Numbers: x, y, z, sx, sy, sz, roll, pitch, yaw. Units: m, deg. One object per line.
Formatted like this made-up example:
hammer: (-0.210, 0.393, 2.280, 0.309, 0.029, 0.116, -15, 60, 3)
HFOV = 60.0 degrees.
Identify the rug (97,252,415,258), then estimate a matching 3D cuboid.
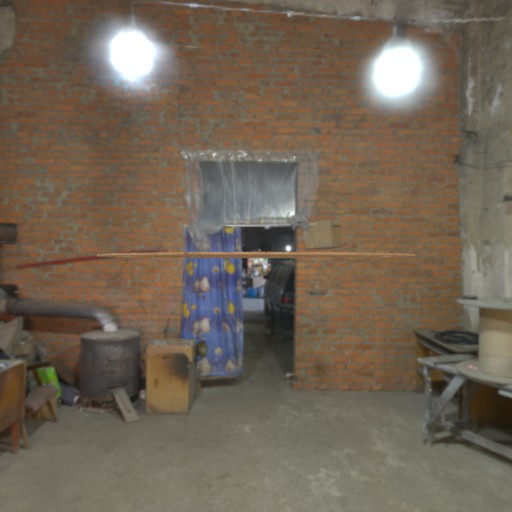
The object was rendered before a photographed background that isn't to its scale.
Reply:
rug: (0.000, 0.000, 3.615, 2.444, 0.015, 2.444, 0, -1, 0)
